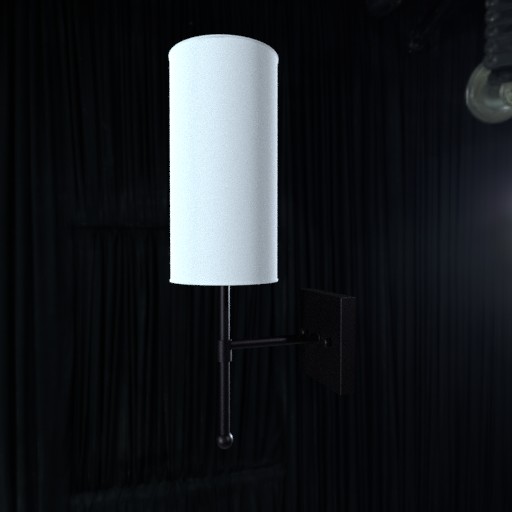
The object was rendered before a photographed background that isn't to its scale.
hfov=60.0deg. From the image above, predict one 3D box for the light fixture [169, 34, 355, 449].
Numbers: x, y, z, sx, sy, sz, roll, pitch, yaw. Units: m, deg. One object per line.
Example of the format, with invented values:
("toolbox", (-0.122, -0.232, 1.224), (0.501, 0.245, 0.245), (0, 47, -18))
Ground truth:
("light fixture", (0.000, 0.000, 0.541), (0.208, 0.462, 0.128), (0, 1, -20))
